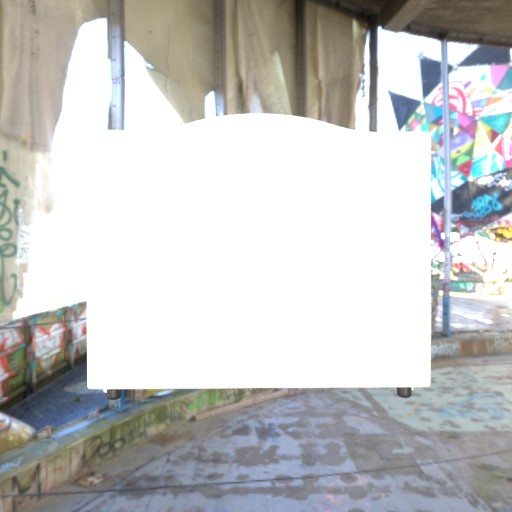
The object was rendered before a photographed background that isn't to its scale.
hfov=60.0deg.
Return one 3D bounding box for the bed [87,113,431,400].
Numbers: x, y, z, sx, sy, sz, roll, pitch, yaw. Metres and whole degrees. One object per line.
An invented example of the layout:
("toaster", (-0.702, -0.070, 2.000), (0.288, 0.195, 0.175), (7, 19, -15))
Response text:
("bed", (0.000, 0.000, 3.289), (1.753, 1.460, 2.143), (0, 0, -1))
